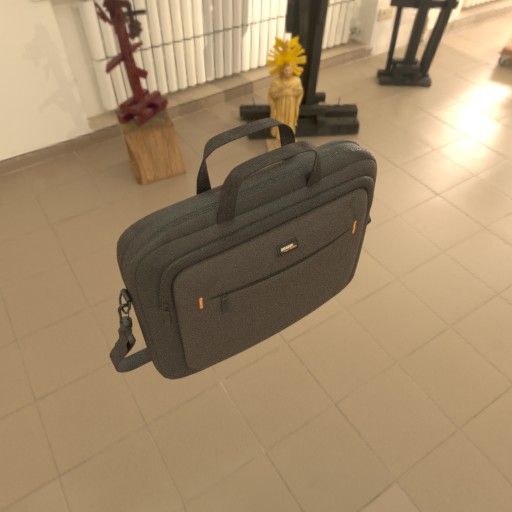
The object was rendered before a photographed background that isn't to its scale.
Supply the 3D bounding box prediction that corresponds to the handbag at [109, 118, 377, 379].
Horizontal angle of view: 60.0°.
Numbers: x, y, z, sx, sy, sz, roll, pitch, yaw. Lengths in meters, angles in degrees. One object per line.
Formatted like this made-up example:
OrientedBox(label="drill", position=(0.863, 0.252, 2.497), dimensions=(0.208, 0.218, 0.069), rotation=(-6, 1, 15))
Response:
OrientedBox(label="handbag", position=(0.000, 0.000, 0.434), dimensions=(0.320, 0.244, 0.089), rotation=(-26, 52, -22))
